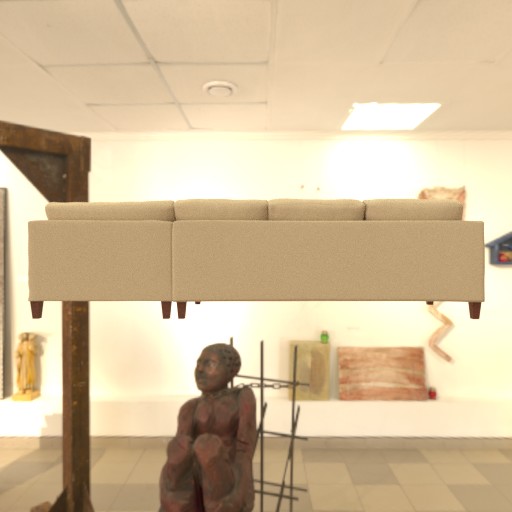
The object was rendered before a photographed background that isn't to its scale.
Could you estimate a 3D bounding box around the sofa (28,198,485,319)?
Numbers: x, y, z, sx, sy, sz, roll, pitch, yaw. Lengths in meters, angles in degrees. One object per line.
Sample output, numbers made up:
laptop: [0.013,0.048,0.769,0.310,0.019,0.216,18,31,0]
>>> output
sofa: [0.000,0.000,3.870,3.186,0.861,1.625,0,1,0]
